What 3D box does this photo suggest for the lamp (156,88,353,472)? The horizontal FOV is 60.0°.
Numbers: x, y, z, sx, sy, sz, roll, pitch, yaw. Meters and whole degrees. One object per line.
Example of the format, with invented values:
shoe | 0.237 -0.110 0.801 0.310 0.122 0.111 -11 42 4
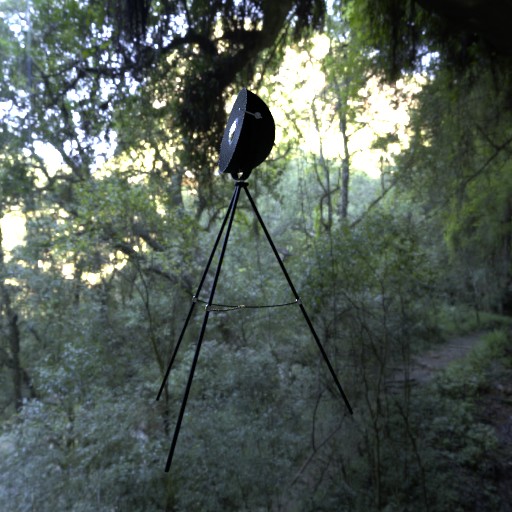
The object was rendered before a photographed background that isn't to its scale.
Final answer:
lamp | 0.000 0.000 2.064 0.920 1.512 0.817 0 0 -17
